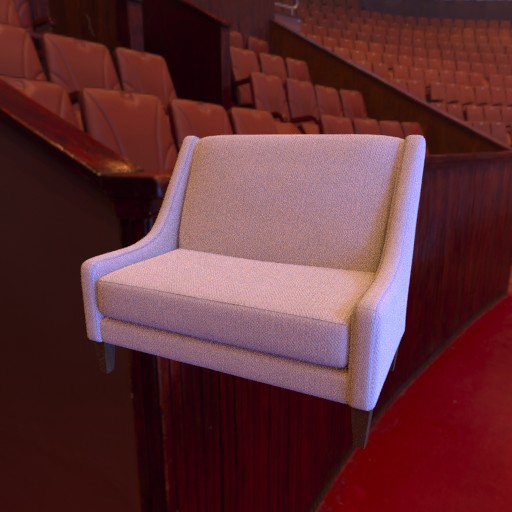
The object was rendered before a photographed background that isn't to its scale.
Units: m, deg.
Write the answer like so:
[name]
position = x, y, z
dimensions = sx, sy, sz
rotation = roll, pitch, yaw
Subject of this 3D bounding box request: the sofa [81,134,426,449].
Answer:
[sofa]
position = 0.000, 0.000, 1.923
dimensions = 1.242, 1.022, 0.870
rotation = 7, 16, 25
